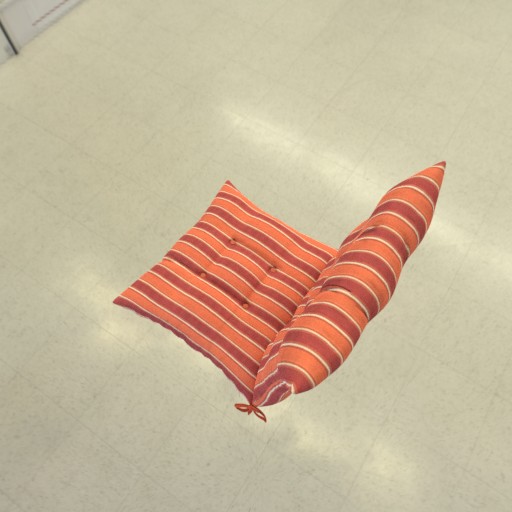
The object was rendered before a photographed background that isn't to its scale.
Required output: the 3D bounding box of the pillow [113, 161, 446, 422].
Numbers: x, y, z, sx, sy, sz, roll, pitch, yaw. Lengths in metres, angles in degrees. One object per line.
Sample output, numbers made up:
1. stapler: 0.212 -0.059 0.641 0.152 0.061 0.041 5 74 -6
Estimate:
1. pillow: 0.000 0.000 1.010 0.585 0.536 0.541 33 68 15
